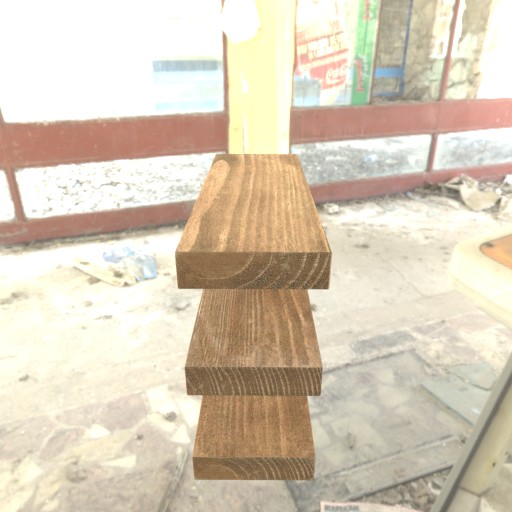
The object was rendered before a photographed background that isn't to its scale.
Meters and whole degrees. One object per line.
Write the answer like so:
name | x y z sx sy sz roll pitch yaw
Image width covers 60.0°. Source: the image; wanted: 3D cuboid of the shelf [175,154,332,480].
shelf | 0.000 0.000 0.730 0.140 0.293 0.610 0 25 0
